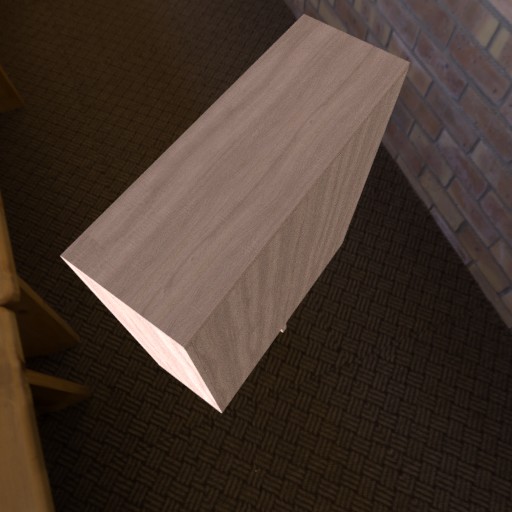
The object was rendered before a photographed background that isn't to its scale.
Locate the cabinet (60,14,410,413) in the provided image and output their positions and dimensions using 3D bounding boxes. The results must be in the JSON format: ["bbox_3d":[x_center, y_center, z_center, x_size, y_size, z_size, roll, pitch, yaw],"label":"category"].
[{"bbox_3d":[0.000,0.000,1.866,0.398,1.388,1.111,33,68,15],"label":"cabinet"}]
